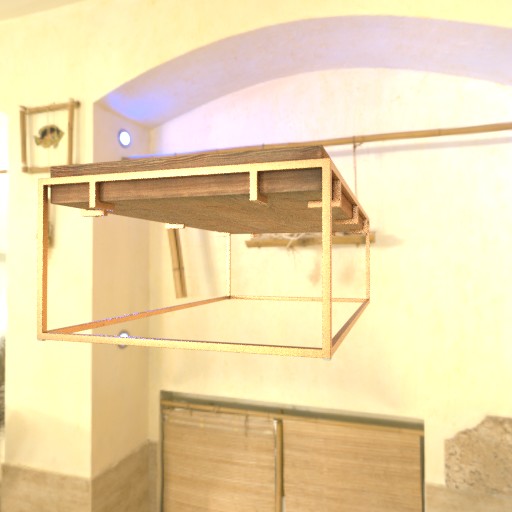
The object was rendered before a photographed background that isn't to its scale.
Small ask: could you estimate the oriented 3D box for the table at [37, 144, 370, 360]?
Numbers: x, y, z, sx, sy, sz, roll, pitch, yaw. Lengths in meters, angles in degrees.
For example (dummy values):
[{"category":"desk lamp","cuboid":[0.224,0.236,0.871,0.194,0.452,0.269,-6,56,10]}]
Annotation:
[{"category":"table","cuboid":[0.000,0.000,1.718,0.775,0.468,1.387,0,-1,18]}]
